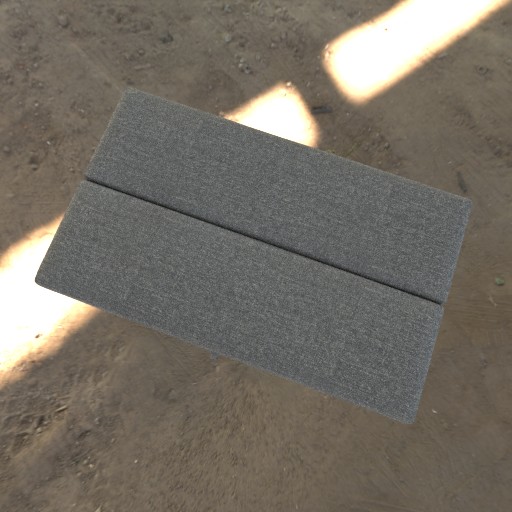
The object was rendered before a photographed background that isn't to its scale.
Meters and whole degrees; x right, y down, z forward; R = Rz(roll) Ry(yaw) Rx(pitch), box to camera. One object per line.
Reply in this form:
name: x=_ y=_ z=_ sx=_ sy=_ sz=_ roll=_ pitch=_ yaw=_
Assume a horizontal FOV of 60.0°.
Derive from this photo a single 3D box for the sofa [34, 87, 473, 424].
sofa: x=0.000 y=0.000 z=1.556 sx=1.198 sy=0.417 sz=0.782 roll=20 pitch=78 yaw=4
